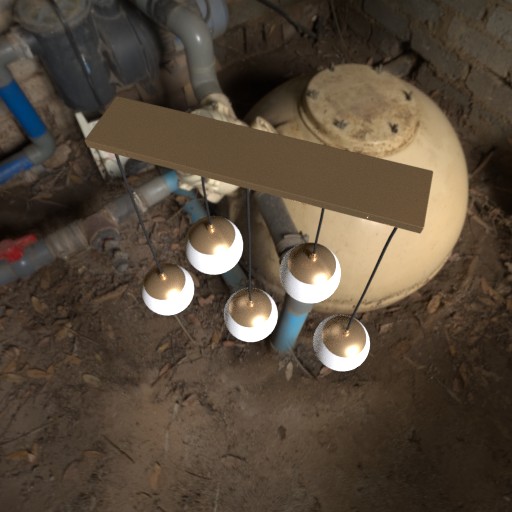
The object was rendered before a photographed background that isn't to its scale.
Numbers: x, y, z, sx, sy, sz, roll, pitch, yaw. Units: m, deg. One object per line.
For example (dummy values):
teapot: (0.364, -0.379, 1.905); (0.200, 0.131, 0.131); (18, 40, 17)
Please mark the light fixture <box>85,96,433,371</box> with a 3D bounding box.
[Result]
light fixture: (0.000, 0.000, 1.353); (0.863, 0.869, 0.299); (16, 61, 9)
